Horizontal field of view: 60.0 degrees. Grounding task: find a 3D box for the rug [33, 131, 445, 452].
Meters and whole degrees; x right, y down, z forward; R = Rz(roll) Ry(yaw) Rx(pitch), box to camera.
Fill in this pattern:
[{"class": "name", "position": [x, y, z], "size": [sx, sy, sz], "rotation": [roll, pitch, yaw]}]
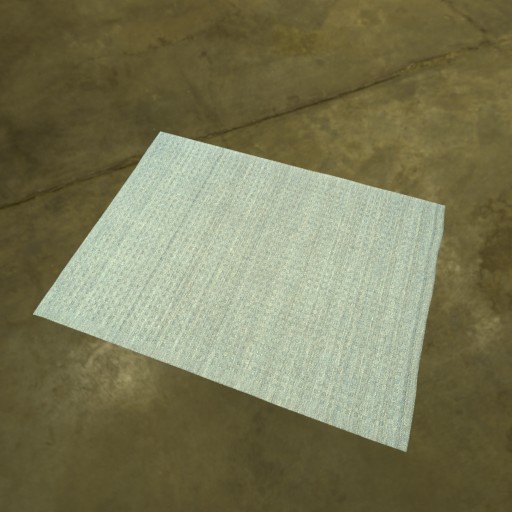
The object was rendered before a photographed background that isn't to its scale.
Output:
[{"class": "rug", "position": [0.000, 0.000, 4.122], "size": [3.200, 0.007, 2.443], "rotation": [17, 59, 11]}]
